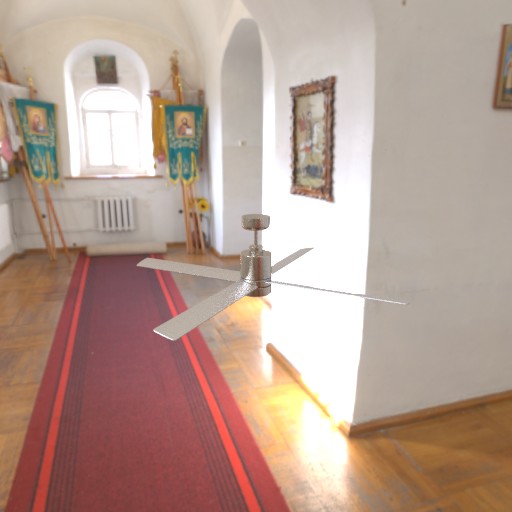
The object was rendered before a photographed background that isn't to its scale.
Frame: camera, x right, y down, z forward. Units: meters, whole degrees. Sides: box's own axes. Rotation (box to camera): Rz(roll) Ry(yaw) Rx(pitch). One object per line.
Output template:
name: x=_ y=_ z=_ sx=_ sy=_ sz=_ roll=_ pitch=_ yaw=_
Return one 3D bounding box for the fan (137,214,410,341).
fan: x=0.000 y=0.000 z=1.960 sx=1.322 sy=0.355 sz=1.322 roll=7 pitch=17 yaw=26
